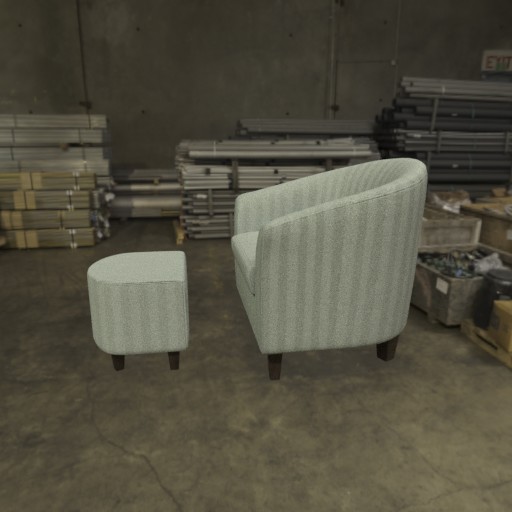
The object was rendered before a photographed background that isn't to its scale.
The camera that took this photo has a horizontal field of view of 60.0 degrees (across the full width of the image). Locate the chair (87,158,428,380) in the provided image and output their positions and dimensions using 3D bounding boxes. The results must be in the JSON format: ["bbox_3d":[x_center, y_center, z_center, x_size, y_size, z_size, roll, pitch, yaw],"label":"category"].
[{"bbox_3d":[0.000,0.000,1.773,1.288,0.757,0.756,-2,15,-9],"label":"chair"}]
